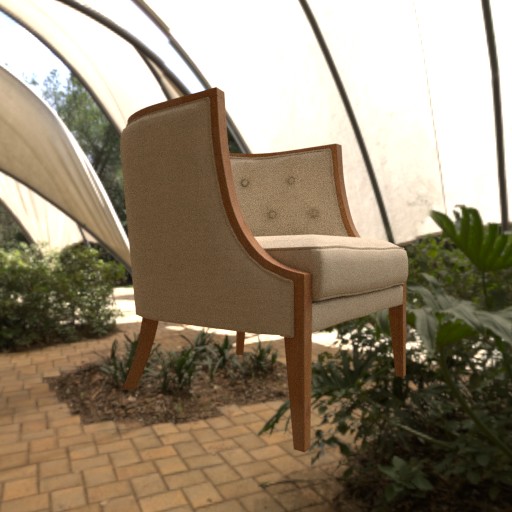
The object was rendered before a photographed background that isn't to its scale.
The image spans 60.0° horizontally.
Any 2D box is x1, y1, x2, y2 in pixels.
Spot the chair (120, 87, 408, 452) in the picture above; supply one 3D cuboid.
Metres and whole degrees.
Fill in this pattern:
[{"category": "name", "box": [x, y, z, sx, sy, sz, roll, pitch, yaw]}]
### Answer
[{"category": "chair", "box": [0.000, 0.000, 1.361, 0.757, 0.775, 0.711, 0, 1, 35]}]
